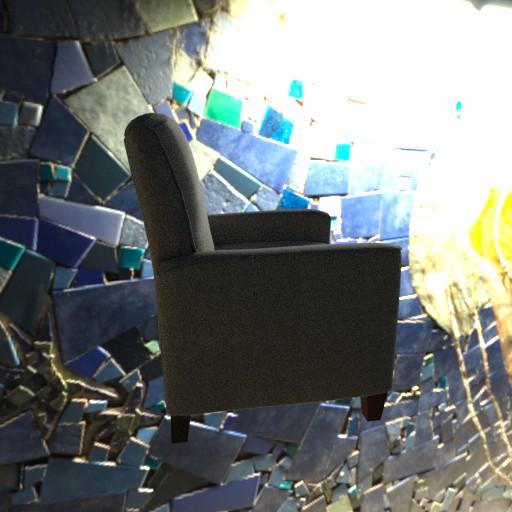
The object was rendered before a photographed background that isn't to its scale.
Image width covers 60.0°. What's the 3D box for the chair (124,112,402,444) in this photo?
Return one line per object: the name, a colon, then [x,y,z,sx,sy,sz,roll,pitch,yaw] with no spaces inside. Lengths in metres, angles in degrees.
chair: [0.000,0.000,1.705,0.858,1.028,0.841,-3,15,-10]
